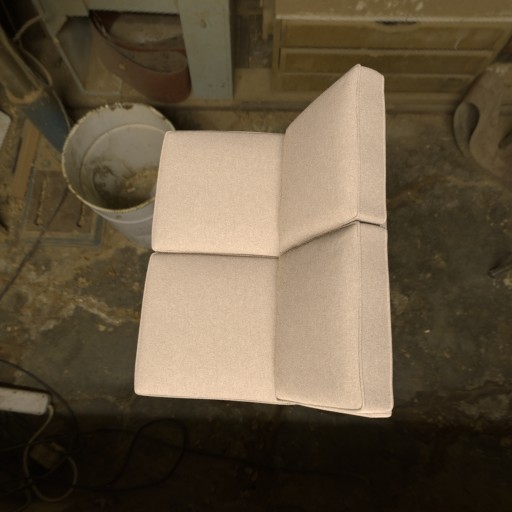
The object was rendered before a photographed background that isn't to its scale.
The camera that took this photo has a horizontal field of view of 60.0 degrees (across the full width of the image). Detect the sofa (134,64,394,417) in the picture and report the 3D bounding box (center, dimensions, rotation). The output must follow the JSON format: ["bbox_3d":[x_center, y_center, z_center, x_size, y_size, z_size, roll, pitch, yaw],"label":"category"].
[{"bbox_3d":[0.000,0.000,1.923,0.951,1.008,1.237,3,75,1],"label":"sofa"}]
